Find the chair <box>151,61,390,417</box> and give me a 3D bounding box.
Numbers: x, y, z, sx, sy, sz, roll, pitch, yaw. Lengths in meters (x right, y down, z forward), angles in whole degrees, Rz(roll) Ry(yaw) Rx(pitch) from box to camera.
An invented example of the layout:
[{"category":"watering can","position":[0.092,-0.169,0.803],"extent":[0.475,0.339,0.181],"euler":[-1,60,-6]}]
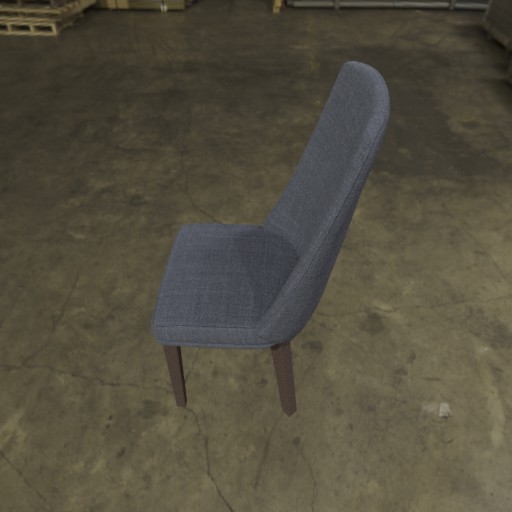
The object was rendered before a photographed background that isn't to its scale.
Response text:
[{"category":"chair","position":[0.000,0.000,1.330],"extent":[0.577,1.050,0.510],"euler":[2,42,2]}]
